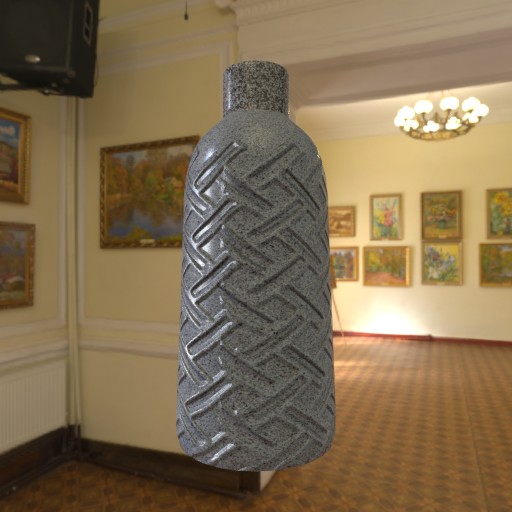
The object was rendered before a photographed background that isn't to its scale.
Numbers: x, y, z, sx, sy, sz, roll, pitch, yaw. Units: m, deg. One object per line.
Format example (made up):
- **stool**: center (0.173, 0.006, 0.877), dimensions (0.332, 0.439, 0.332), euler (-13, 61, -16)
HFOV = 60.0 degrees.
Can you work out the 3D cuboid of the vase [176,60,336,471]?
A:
- **vase**: center (0.000, 0.000, 0.344), dimensions (0.122, 0.282, 0.122), euler (0, 0, 0)
